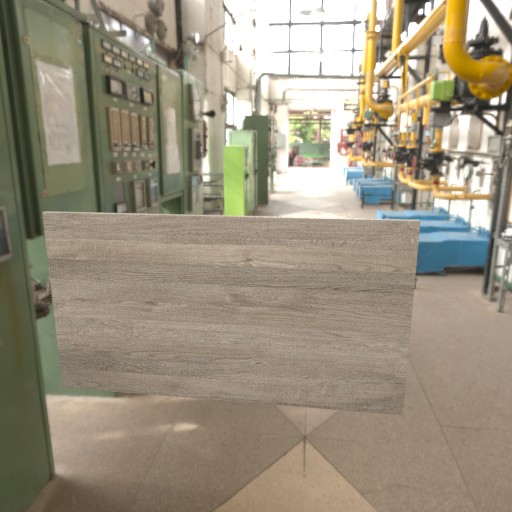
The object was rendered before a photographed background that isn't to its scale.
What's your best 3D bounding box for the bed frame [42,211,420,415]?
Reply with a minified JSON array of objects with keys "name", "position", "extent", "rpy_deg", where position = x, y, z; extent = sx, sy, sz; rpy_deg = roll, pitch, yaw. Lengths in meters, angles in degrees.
[{"name":"bed frame","position":[0.000,0.000,2.747],"extent":[1.490,0.800,1.950],"rpy_deg":[2,14,8]}]
